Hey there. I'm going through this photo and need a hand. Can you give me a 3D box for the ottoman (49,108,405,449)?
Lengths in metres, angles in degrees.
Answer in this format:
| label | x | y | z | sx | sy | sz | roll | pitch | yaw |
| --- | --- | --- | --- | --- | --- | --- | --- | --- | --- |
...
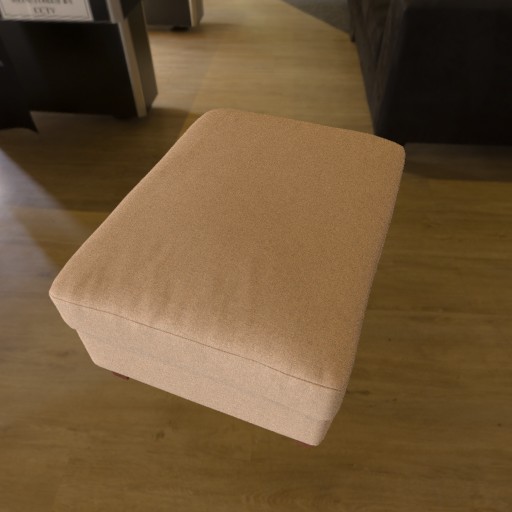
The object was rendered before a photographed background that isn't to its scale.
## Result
| label | x | y | z | sx | sy | sz | roll | pitch | yaw |
| --- | --- | --- | --- | --- | --- | --- | --- | --- | --- |
| ottoman | 0.000 | 0.000 | 1.320 | 0.692 | 0.511 | 0.902 | 15 | 48 | 14 |
